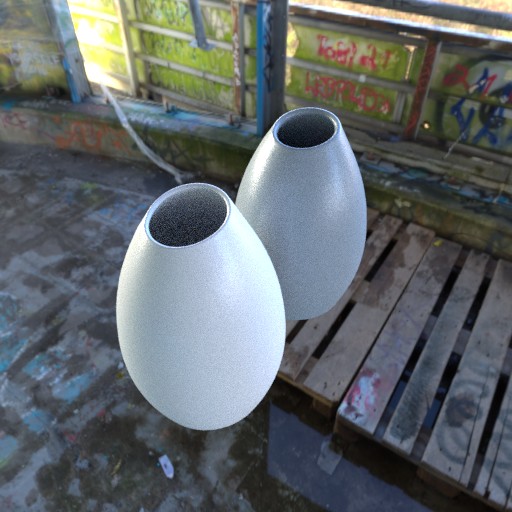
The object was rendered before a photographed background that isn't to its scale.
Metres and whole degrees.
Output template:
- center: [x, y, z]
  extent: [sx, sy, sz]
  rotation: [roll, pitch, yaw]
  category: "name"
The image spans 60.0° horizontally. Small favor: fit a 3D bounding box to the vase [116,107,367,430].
- center: [0.000, 0.000, 0.261]
  extent: [0.089, 0.131, 0.187]
  rotation: [26, 49, 25]
  category: "vase"
